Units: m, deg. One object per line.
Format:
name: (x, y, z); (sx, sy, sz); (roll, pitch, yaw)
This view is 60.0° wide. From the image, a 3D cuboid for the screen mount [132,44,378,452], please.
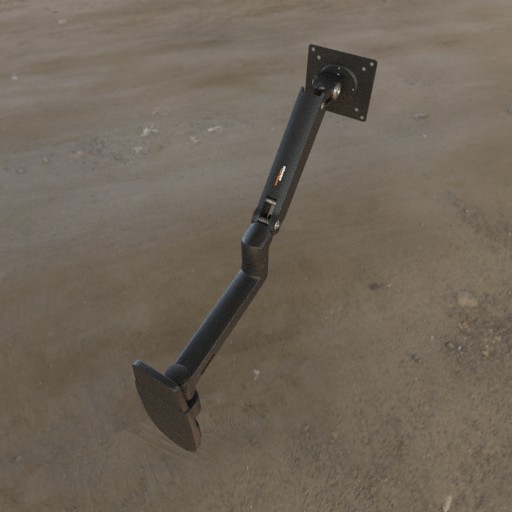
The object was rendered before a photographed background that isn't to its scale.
screen mount: (0.000, 0.000, 0.706); (0.115, 0.466, 0.495); (25, 52, 21)
